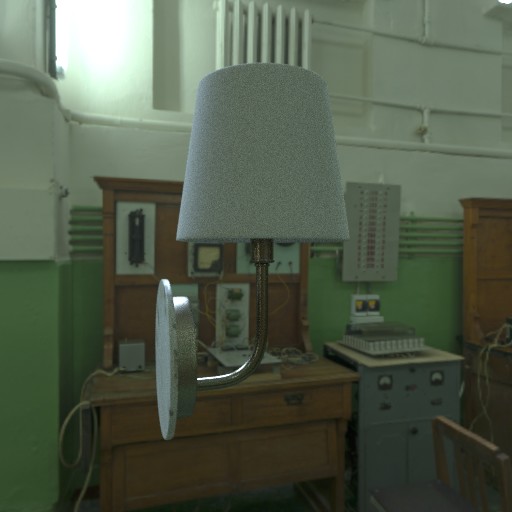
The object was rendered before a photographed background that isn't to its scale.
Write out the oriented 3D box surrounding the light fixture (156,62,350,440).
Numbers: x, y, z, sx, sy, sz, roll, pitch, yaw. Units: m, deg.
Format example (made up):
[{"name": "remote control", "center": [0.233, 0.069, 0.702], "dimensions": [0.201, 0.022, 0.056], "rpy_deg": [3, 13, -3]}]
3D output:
[{"name": "light fixture", "center": [0.000, 0.000, 0.446], "dimensions": [0.188, 0.337, 0.168], "rpy_deg": [0, 0, -17]}]
